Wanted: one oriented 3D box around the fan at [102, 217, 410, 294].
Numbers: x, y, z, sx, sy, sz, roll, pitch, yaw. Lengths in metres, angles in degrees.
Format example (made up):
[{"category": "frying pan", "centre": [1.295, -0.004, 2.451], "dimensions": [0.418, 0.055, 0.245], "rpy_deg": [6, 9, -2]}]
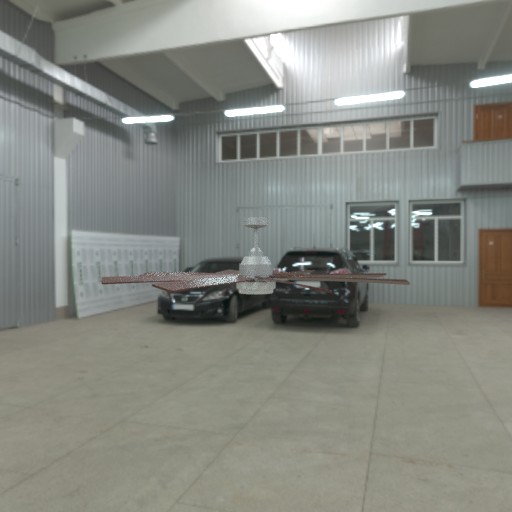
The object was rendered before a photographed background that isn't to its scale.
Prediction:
[{"category": "fan", "centre": [0.000, 0.000, 2.782], "dimensions": [1.830, 0.472, 1.830], "rpy_deg": [0, 1, -18]}]
